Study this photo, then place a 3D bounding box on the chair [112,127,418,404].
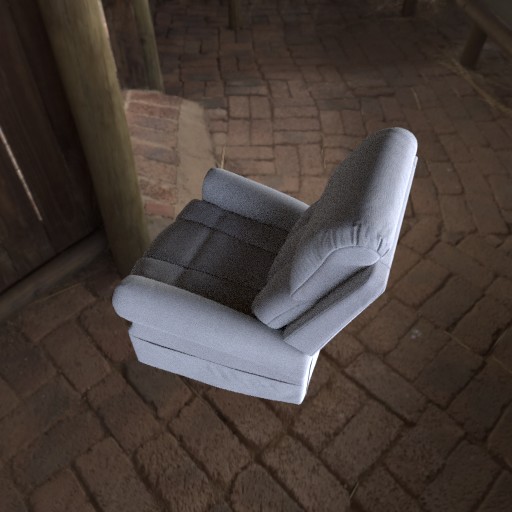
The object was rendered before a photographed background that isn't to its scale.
[{"bbox_3d":[0.000,0.000,1.757,0.979,1.031,0.871,16,48,15],"label":"chair"}]
